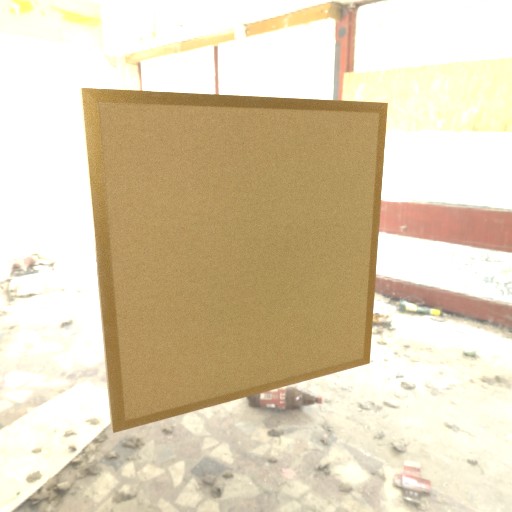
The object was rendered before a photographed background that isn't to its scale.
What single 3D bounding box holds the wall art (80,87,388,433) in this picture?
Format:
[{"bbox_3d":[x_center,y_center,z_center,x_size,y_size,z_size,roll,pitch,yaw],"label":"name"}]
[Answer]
[{"bbox_3d":[0.000,0.000,1.121,0.762,0.760,0.037,-7,16,-25],"label":"wall art"}]
